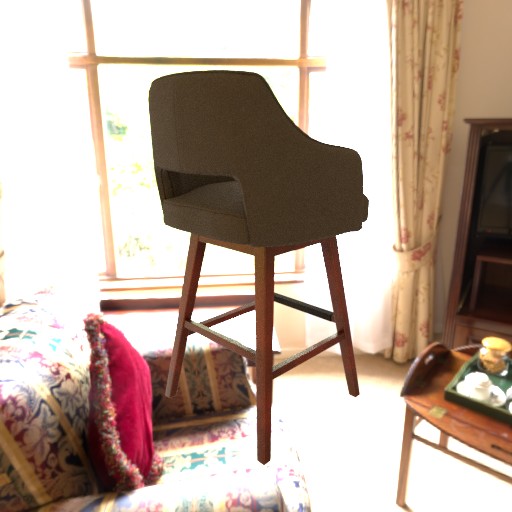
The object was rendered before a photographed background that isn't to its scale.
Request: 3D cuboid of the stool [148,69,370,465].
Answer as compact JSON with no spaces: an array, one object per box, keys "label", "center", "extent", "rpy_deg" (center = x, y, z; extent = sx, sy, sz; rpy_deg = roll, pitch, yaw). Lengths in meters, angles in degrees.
[{"label":"stool","center":[0.000,0.000,1.370],"extent":[0.548,1.012,0.558],"rpy_deg":[15,22,43]}]
